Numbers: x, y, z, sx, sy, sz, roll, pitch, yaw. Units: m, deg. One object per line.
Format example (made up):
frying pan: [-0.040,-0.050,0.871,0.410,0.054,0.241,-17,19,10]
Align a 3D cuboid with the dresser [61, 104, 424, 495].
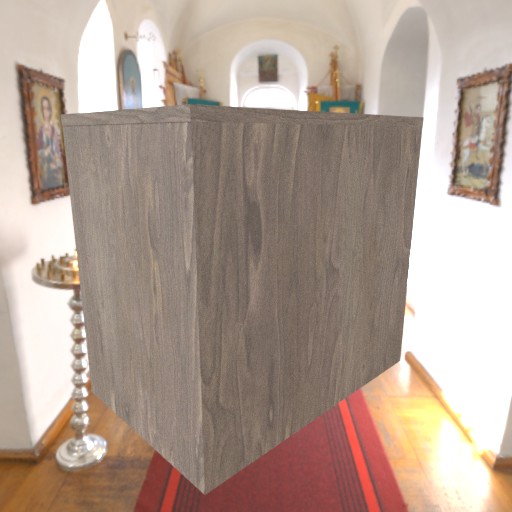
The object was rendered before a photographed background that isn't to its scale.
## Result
dresser: [0.000,0.000,1.265,0.809,0.762,0.529,-14,21,-42]
